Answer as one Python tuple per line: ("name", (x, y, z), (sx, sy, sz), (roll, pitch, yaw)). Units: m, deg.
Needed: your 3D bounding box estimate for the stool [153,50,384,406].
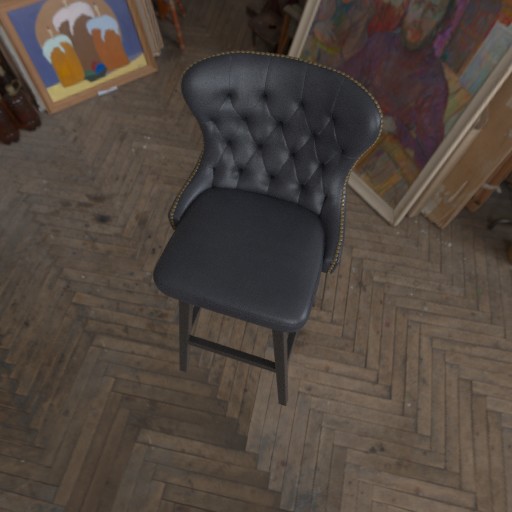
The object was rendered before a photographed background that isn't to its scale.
("stool", (0.000, 0.000, 1.422), (0.528, 1.050, 0.601), (16, 60, 9))
